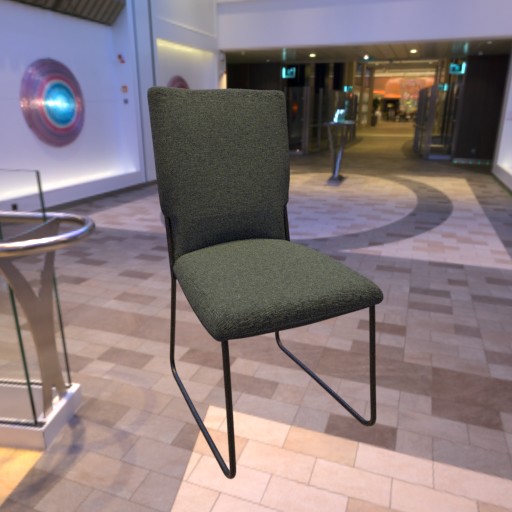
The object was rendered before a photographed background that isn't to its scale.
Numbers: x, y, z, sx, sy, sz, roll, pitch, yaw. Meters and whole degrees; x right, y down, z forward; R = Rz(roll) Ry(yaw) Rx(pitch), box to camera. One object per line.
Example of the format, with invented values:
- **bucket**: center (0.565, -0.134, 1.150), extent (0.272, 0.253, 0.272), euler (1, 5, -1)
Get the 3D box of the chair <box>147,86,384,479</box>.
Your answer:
- **chair**: center (0.000, 0.000, 1.281), extent (0.480, 0.931, 0.635), euler (-9, 20, -25)
